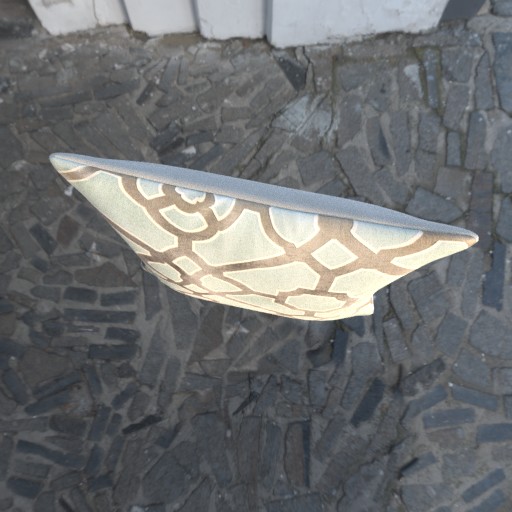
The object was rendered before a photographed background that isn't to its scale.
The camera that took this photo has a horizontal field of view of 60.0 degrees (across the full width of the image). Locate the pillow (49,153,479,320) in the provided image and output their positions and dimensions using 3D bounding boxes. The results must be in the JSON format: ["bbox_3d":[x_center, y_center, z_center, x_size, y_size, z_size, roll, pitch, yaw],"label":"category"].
[{"bbox_3d":[0.000,0.000,0.794,0.552,0.508,0.166,11,74,3],"label":"pillow"}]
